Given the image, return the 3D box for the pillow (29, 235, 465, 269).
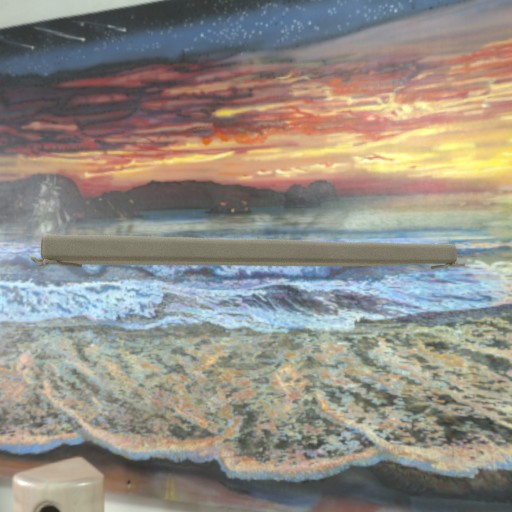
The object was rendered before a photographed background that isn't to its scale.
[{"bbox_3d":[0.000,0.000,1.352,1.187,0.081,0.492,1,-2,-18],"label":"pillow"}]
